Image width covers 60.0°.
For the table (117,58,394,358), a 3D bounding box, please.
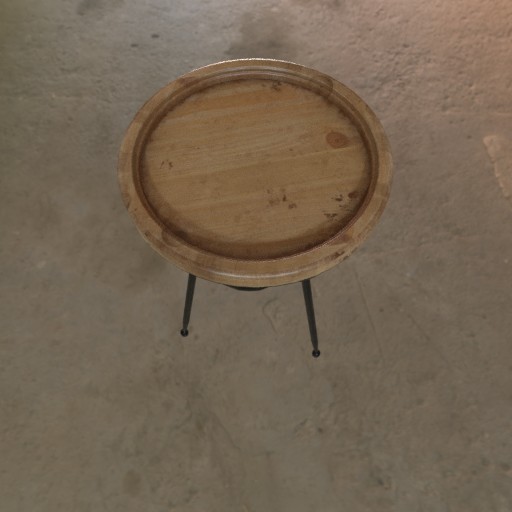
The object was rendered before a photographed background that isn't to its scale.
[{"bbox_3d":[0.000,0.000,0.952,0.414,0.664,0.418,-35,68,-16],"label":"table"}]
